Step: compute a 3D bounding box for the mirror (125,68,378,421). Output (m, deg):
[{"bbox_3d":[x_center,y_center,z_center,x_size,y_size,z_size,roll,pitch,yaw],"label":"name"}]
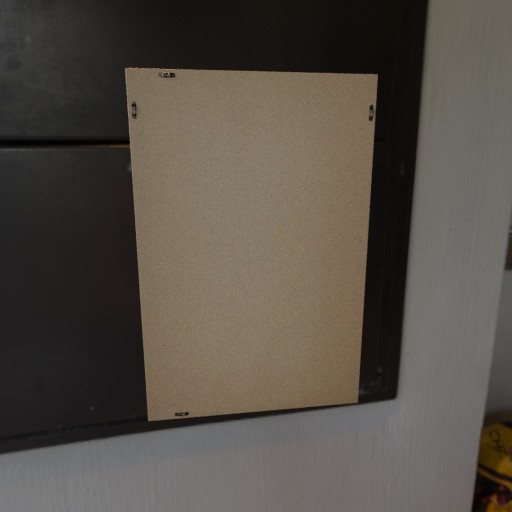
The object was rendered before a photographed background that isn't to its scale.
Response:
[{"bbox_3d":[0.000,0.000,1.182,0.609,0.915,0.040,-2,14,-8],"label":"mirror"}]
